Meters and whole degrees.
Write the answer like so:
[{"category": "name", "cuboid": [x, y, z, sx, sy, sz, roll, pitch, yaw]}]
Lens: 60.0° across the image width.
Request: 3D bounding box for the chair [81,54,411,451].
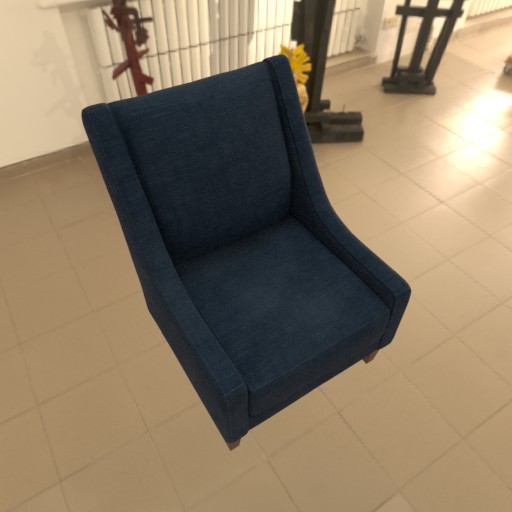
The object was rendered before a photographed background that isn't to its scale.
[{"category": "chair", "cuboid": [0.000, 0.000, 1.603, 0.774, 1.014, 0.870, -25, 51, -22]}]
